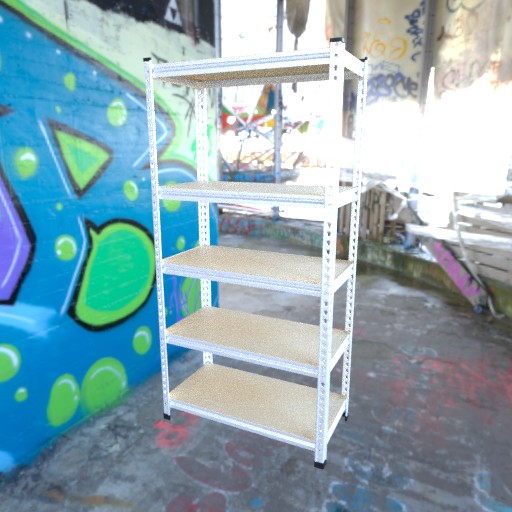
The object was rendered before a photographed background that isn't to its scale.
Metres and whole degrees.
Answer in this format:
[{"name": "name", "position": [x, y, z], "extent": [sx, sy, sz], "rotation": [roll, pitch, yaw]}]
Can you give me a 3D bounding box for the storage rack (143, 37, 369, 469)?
[{"name": "storage rack", "position": [0.000, 0.000, 2.211], "extent": [0.914, 1.829, 0.457], "rotation": [7, 16, 25]}]
